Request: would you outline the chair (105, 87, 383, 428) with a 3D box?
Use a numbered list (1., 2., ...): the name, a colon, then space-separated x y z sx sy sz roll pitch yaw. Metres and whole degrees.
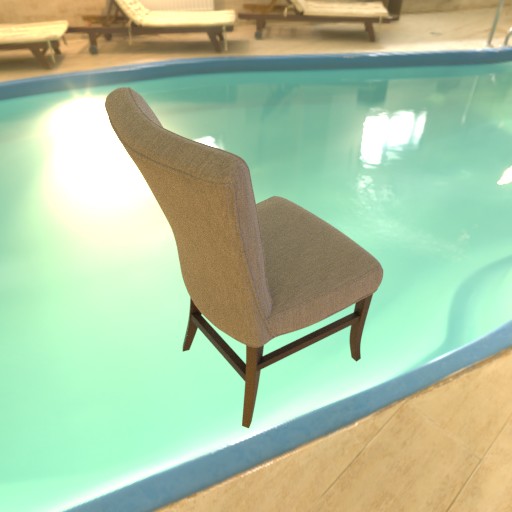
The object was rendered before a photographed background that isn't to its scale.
1. chair: 0.000 0.000 1.351 0.660 0.991 0.520 -26 46 -28
